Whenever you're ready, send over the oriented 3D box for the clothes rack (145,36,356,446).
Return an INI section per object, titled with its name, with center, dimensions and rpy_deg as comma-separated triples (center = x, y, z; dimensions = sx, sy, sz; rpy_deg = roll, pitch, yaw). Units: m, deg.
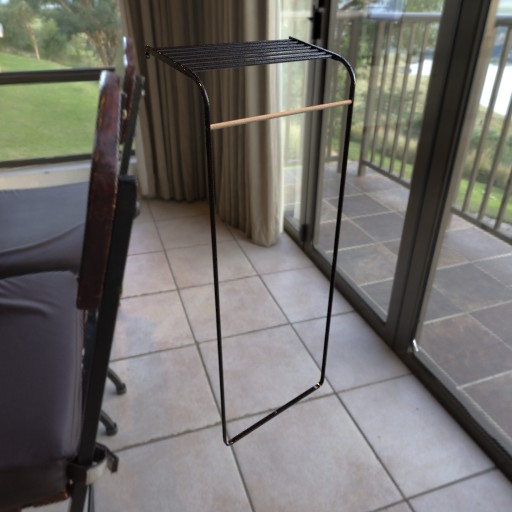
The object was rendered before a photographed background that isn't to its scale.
[clothes rack]
center = 0.000, 0.000, 1.816
dimensions = 0.609, 1.574, 0.349
rpy_deg = -21, 36, -32
